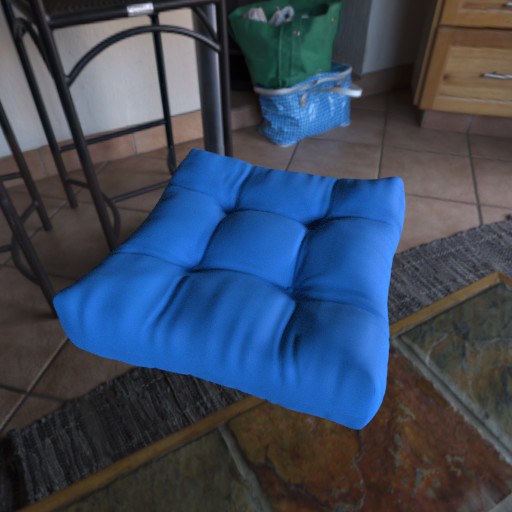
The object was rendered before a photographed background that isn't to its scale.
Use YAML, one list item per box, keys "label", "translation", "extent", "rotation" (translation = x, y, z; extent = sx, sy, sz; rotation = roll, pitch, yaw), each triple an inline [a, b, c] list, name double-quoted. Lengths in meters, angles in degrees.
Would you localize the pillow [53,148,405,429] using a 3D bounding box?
- label: "pillow"
  translation: [0.000, 0.000, 0.757]
  extent: [0.468, 0.128, 0.490]
  rotation: [12, 42, 13]
